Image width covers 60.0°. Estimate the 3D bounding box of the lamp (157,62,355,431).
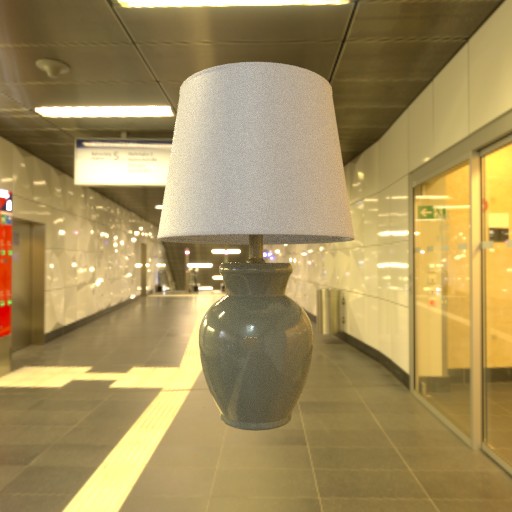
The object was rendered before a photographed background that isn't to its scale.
[{"bbox_3d":[0.000,0.000,0.550,0.239,0.399,0.239,0,-1,0],"label":"lamp"}]
